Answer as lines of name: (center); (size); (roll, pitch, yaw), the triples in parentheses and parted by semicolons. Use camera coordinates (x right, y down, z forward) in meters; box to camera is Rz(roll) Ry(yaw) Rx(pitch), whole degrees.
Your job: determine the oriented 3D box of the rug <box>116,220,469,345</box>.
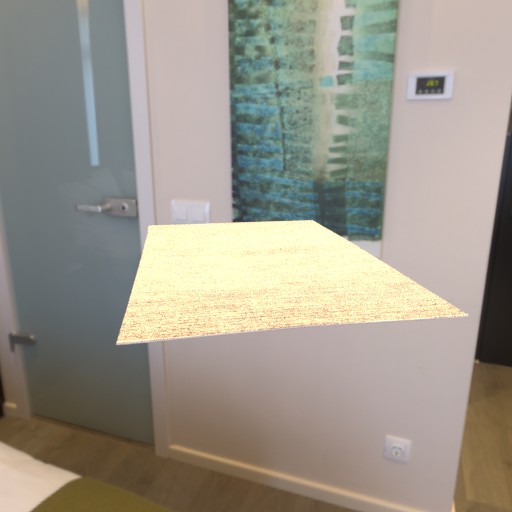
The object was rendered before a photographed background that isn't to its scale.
rug: (0.000, 0.000, 2.228); (1.149, 0.021, 1.773); (-3, 15, -10)
